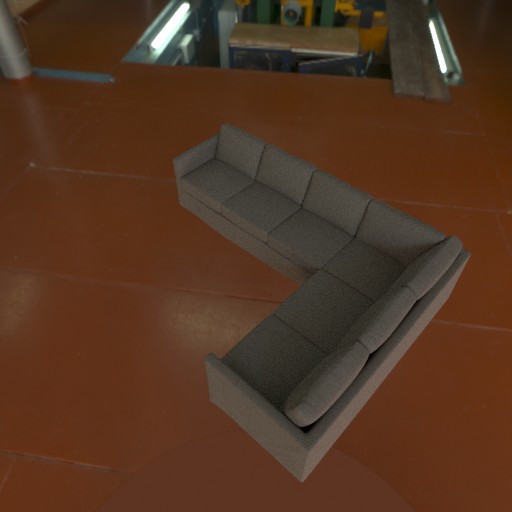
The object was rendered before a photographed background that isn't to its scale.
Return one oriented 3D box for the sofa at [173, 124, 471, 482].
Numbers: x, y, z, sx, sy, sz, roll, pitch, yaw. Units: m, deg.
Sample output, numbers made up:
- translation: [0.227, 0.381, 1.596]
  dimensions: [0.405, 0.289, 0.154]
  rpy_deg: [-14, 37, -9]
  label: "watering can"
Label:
- translation: [0.000, 0.000, 4.371]
  dimensions: [3.182, 0.871, 2.432]
  rpy_deg: [34, 56, 28]
  label: "sofa"
